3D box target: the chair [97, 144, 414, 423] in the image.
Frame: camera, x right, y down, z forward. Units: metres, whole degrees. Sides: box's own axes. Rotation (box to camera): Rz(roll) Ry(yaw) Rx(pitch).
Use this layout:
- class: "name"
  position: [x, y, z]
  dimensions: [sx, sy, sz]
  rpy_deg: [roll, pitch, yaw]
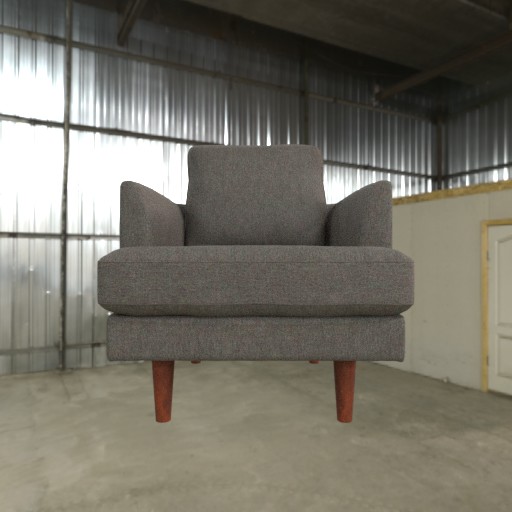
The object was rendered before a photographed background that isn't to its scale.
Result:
- class: "chair"
  position: [0.000, 0.000, 1.604]
  dimensions: [0.858, 0.957, 0.899]
  rpy_deg: [0, 0, 0]
